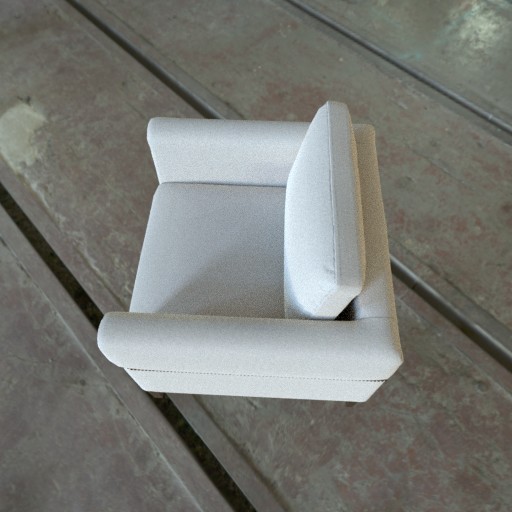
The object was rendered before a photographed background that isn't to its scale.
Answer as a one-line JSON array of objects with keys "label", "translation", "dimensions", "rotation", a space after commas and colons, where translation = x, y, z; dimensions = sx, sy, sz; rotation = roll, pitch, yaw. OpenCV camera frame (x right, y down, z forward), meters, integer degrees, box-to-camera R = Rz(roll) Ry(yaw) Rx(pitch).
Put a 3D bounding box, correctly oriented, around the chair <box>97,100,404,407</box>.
[{"label": "chair", "translation": [0.000, 0.000, 1.708], "dimensions": [0.896, 0.915, 0.982], "rotation": [2, 59, 1]}]
